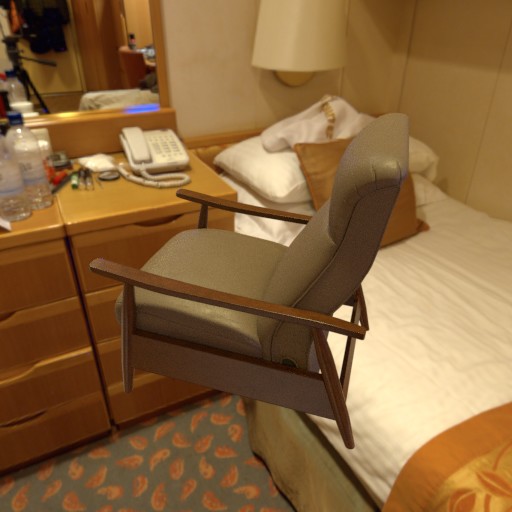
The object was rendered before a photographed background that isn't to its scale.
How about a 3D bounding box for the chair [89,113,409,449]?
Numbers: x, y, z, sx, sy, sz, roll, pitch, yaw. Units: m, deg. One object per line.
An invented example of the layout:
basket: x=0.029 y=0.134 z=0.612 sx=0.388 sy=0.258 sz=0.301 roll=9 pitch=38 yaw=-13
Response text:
chair: x=0.000 y=0.000 z=1.786 sx=1.014 sy=1.082 sz=0.762 roll=9 pitch=31 yaw=14
